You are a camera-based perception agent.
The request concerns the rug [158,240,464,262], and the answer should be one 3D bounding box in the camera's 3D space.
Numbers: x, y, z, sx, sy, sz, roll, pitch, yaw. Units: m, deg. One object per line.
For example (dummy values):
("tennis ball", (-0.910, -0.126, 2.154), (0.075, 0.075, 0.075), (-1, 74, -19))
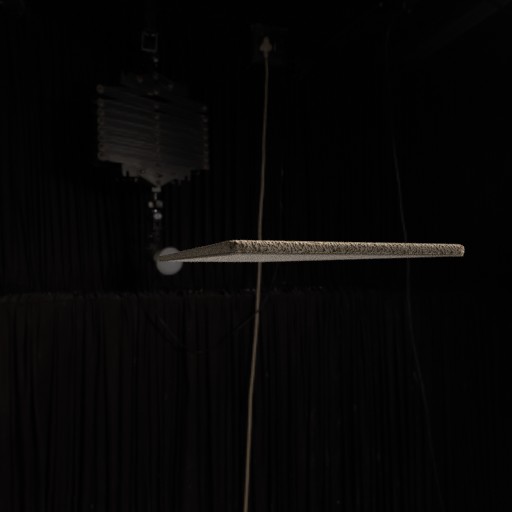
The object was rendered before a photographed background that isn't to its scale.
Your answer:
("rug", (0.000, 0.000, 1.731), (0.609, 0.030, 1.524), (0, -1, -18))
